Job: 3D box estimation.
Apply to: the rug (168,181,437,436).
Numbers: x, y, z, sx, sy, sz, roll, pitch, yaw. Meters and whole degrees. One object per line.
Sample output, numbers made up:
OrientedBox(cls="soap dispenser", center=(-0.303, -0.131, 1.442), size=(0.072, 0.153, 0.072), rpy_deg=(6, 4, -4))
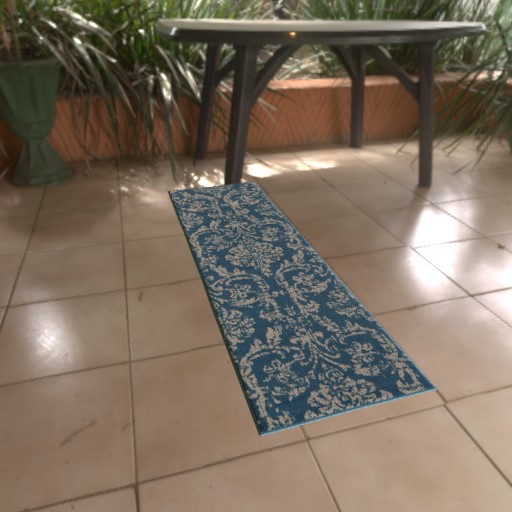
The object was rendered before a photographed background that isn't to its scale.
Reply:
OrientedBox(cls="rug", center=(0.000, 0.000, 2.395), size=(0.662, 0.011, 2.196), rpy_deg=(-9, 31, -15))
